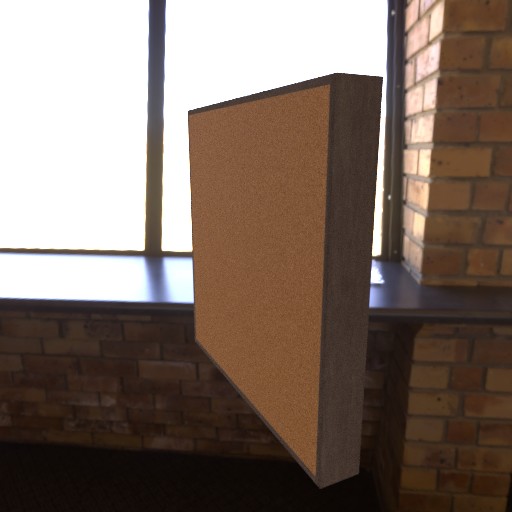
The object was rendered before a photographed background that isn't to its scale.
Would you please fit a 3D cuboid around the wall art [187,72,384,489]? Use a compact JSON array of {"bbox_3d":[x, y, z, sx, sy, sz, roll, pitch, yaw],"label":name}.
[{"bbox_3d":[0.000,0.000,0.448,0.038,0.302,0.303,-7,15,-25],"label":"wall art"}]
